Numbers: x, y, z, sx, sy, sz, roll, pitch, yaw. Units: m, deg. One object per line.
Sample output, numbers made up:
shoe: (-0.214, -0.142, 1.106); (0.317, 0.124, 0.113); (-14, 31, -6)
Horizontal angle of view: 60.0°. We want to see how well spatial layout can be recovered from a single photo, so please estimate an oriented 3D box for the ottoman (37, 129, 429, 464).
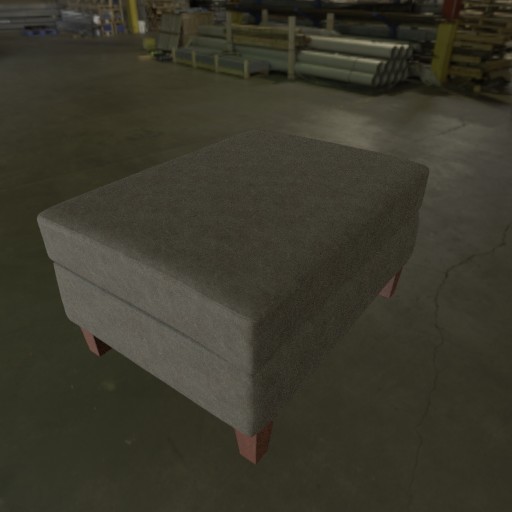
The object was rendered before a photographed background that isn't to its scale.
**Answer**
ottoman: (0.000, 0.000, 1.221); (0.639, 0.464, 0.839); (21, 38, 30)
